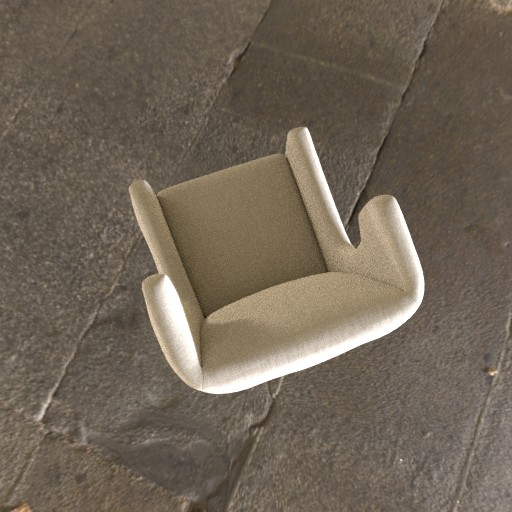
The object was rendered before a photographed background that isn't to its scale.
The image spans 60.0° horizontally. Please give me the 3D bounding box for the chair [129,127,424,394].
[{"bbox_3d":[0.000,0.000,1.691,0.778,1.079,0.899,-20,75,-6],"label":"chair"}]
